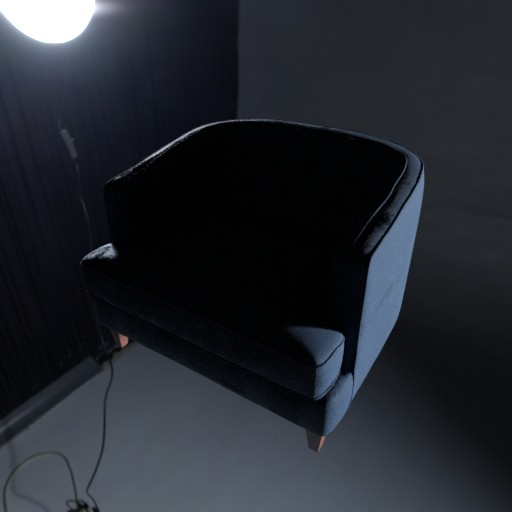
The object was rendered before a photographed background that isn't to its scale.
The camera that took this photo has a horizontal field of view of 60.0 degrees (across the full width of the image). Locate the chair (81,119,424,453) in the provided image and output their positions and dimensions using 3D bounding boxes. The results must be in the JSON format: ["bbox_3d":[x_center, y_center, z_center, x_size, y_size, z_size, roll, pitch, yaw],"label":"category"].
[{"bbox_3d":[0.000,0.000,1.767,1.094,0.852,0.940,18,35,28],"label":"chair"}]
